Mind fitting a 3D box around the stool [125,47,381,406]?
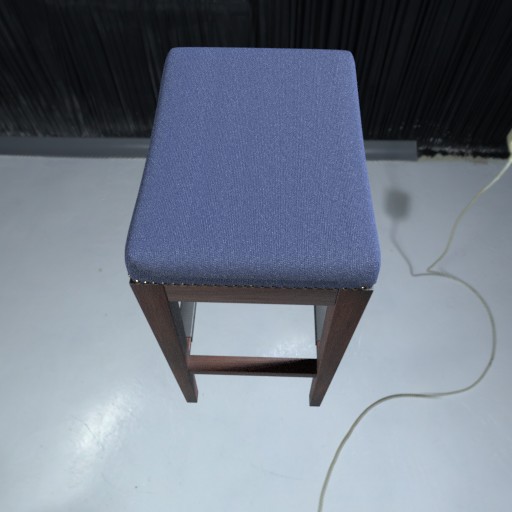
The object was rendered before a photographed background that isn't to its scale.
[{"bbox_3d":[0.000,0.000,1.013,0.358,0.740,0.498,1,59,1],"label":"stool"}]
